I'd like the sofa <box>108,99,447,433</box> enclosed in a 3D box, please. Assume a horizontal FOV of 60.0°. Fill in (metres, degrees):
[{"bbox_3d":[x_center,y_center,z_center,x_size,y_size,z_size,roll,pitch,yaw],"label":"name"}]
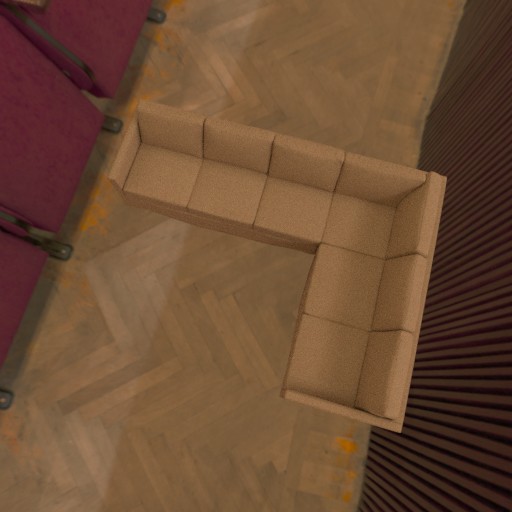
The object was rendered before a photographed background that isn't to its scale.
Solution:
[{"bbox_3d":[0.000,0.000,4.326,3.182,0.871,2.432,15,75,4],"label":"sofa"}]
